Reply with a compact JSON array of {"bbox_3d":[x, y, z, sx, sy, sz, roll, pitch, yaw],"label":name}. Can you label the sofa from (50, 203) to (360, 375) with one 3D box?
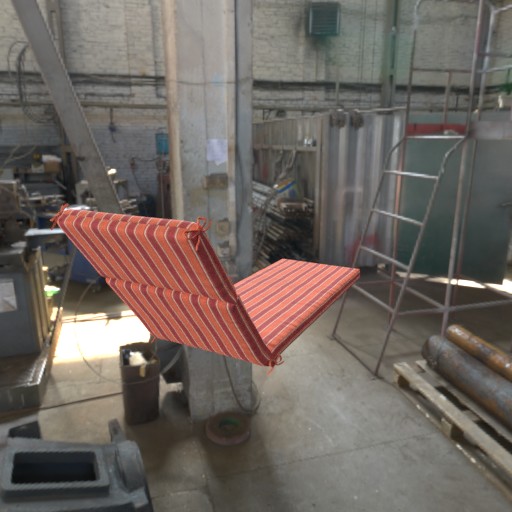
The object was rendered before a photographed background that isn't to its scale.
[{"bbox_3d":[0.000,0.000,1.978,0.582,0.622,1.663,8,17,27],"label":"sofa"}]
